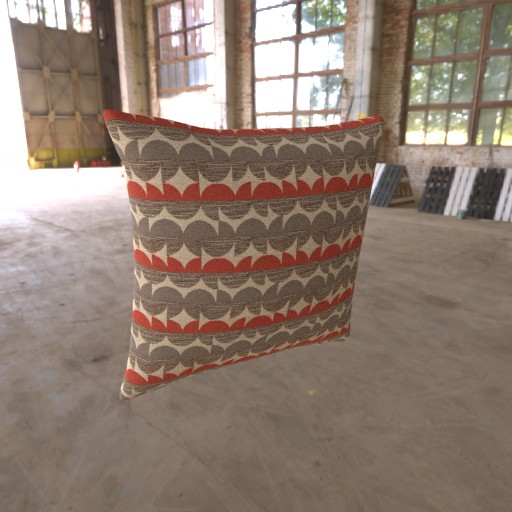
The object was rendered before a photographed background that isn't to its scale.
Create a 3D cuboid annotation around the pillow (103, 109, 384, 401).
[{"bbox_3d":[0.000,0.000,0.668,0.420,0.410,0.180,-8,17,-25],"label":"pillow"}]
